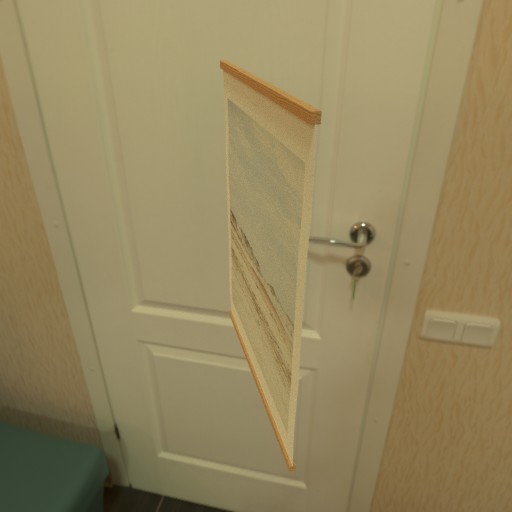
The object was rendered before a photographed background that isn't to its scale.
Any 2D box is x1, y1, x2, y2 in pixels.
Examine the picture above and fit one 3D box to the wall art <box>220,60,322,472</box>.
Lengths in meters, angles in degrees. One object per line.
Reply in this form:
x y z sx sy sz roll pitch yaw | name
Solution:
0.000 0.000 0.805 0.011 0.605 0.458 -8 31 -14 | wall art
